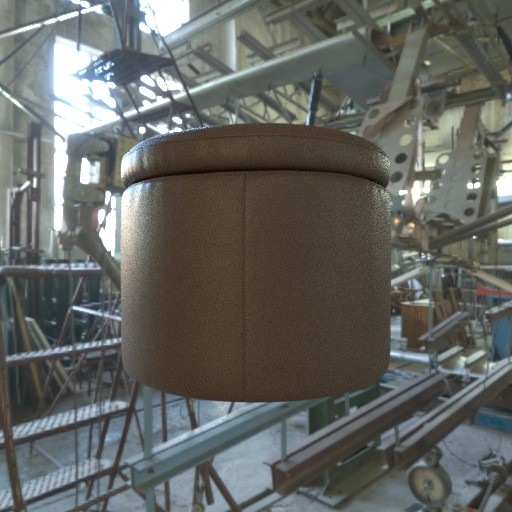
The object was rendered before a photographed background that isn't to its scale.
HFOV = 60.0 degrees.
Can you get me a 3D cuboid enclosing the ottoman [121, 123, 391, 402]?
[{"bbox_3d":[0.000,0.000,0.855,0.500,0.409,0.500,0,0,0],"label":"ottoman"}]
